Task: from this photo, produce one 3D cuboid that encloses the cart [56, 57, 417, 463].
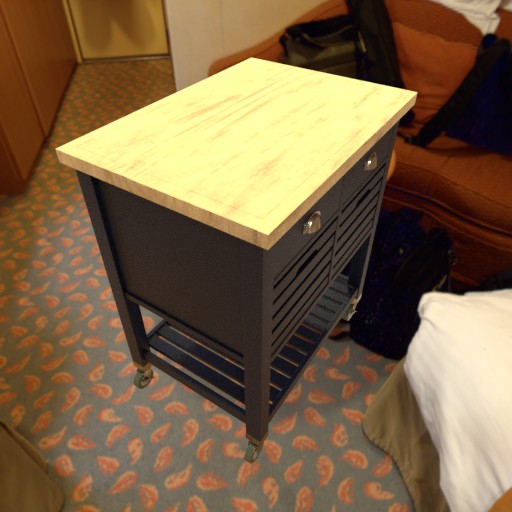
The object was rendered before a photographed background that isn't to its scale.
[{"bbox_3d":[0.000,0.000,1.420,0.567,0.920,0.797,23,46,25],"label":"cart"}]
